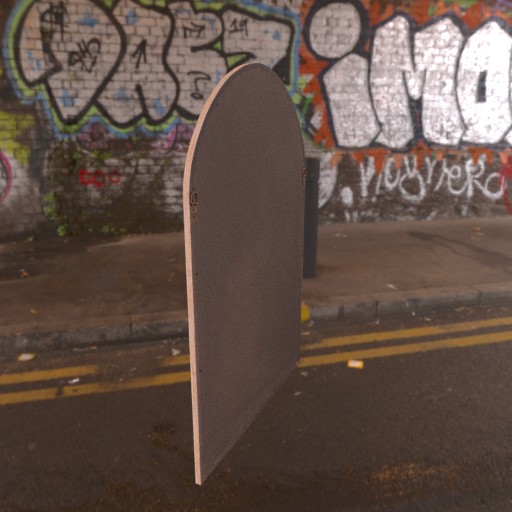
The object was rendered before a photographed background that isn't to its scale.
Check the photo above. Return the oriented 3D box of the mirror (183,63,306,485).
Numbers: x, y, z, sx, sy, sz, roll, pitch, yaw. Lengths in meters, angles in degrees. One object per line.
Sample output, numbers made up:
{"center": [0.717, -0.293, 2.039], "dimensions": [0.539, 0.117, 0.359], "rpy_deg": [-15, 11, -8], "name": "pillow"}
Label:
{"center": [0.000, 0.000, 1.141], "dimensions": [0.032, 0.915, 0.609], "rpy_deg": [8, 18, 26], "name": "mirror"}
